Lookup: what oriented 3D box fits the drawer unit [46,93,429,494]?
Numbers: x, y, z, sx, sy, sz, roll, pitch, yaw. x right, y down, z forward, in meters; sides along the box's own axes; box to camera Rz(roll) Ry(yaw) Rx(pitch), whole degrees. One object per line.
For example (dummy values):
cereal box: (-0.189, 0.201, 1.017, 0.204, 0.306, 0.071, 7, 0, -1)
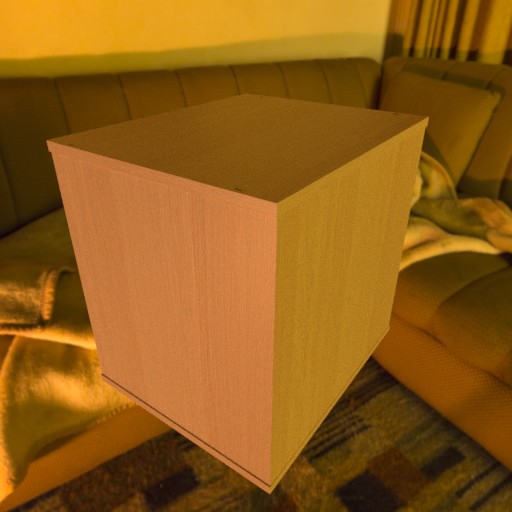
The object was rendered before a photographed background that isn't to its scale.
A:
drawer unit: (0.000, 0.000, 0.598, 0.290, 0.344, 0.349, 20, 35, 31)
